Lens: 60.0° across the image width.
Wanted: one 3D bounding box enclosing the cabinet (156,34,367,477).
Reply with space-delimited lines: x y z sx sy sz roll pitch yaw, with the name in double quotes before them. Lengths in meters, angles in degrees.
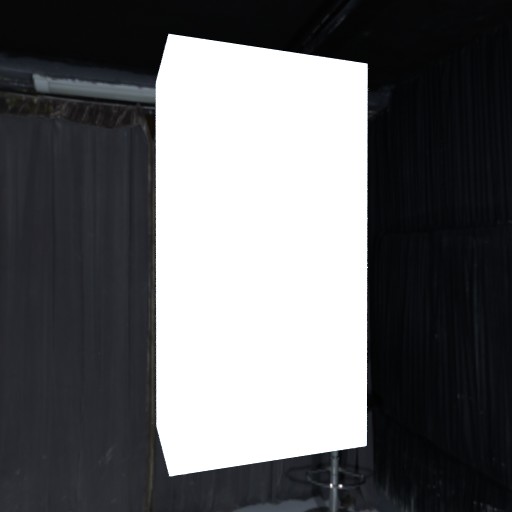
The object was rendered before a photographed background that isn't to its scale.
"cabinet" 0.000 0.000 2.346 0.980 1.920 0.580 0 1 -18
